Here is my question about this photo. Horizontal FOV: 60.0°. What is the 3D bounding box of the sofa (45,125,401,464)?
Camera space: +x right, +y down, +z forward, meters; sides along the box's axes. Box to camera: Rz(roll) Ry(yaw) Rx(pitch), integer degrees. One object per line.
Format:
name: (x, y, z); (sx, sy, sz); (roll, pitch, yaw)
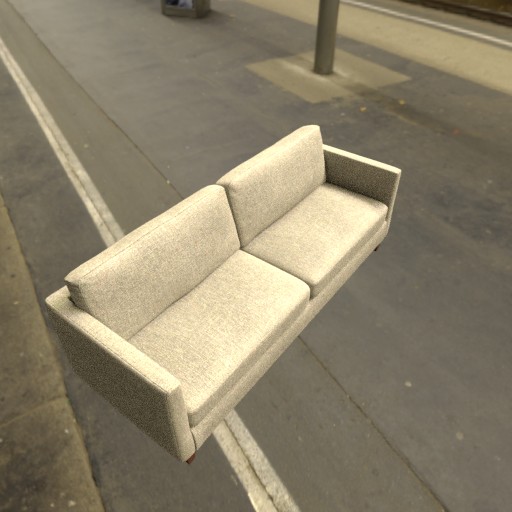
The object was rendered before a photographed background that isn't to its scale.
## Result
sofa: (0.000, 0.000, 2.956); (0.948, 0.951, 2.434); (26, 47, 28)
